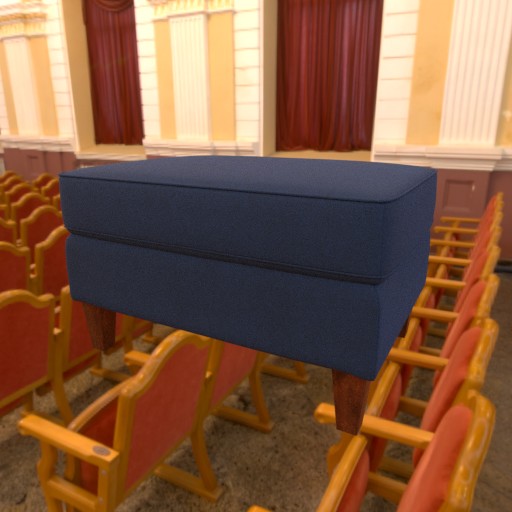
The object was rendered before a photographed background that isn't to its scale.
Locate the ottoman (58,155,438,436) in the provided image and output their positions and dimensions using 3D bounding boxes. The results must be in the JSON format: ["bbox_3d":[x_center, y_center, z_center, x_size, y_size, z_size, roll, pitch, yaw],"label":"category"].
[{"bbox_3d":[0.000,0.000,1.384,0.965,0.584,0.686,9,19,27],"label":"ottoman"}]
